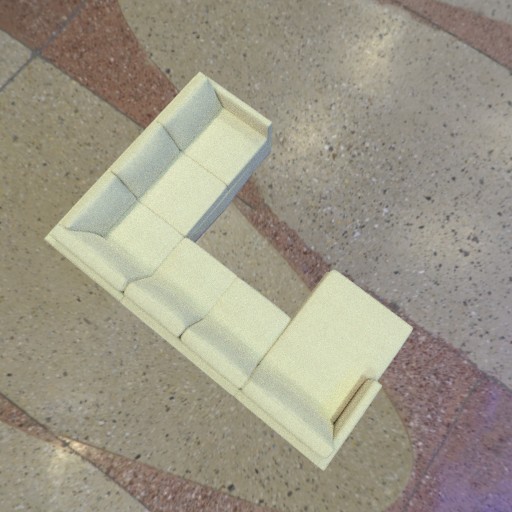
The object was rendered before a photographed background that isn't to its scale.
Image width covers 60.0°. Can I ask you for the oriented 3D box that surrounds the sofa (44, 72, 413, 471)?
[{"bbox_3d":[0.000,0.000,4.588,3.464,0.882,2.448,37,79,8],"label":"sofa"}]
